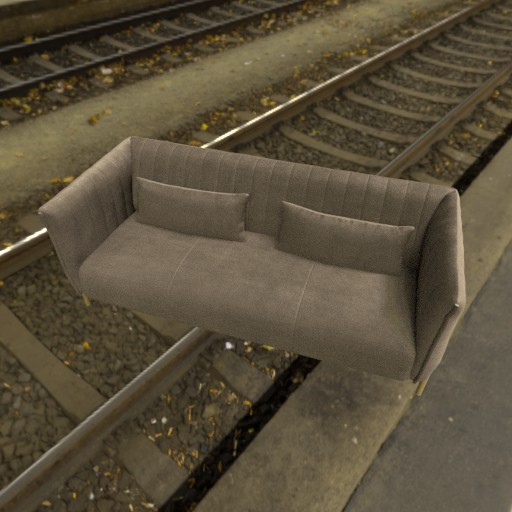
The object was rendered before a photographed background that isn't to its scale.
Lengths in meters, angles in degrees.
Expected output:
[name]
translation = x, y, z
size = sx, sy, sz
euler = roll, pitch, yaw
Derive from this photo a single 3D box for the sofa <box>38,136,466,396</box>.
[sofa]
translation = 0.000, 0.000, 2.420
size = 1.980, 0.780, 0.876
euler = 12, 43, 14
